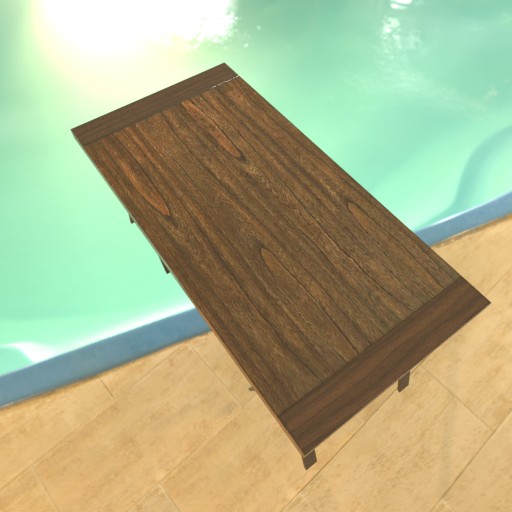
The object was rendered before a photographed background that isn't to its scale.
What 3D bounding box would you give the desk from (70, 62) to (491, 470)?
[{"bbox_3d":[0.000,0.000,1.924,0.784,0.725,1.543,-32,63,-18],"label":"desk"}]
